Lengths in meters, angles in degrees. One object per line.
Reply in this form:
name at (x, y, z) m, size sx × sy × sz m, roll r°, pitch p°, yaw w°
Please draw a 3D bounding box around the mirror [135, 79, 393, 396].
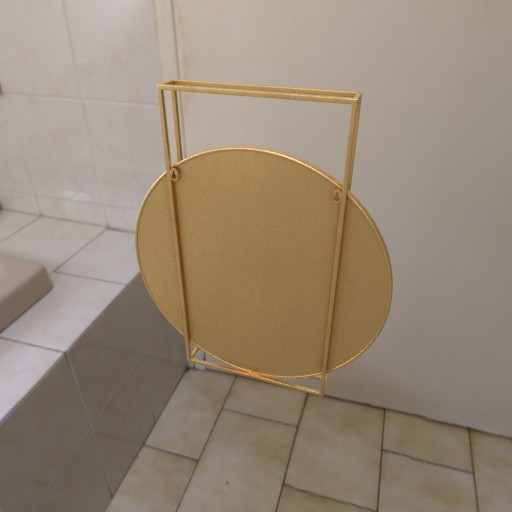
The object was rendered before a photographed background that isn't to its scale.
mirror at (0.000, 0.000, 0.836) m, size 0.508 × 0.603 × 0.051 m, roll 10°, pitch 33°, yaw 16°
